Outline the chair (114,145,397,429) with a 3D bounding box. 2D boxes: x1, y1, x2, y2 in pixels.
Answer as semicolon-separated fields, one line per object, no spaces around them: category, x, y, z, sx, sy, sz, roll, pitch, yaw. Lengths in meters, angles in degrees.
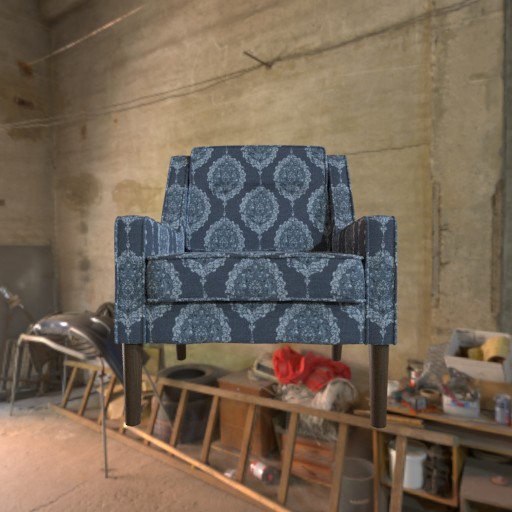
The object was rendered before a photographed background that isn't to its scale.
chair;0.000;0.000;1.350;0.663;0.792;0.743;0;1;1
